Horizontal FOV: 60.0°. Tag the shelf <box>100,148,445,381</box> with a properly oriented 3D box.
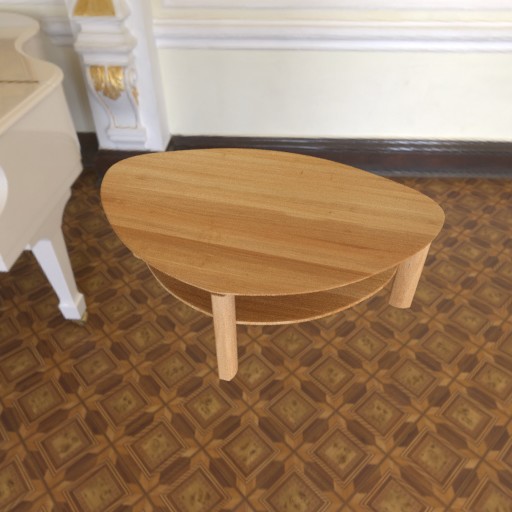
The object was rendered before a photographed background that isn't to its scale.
[{"bbox_3d":[0.000,0.000,1.665,1.246,0.440,0.845,10,41,12],"label":"shelf"}]
